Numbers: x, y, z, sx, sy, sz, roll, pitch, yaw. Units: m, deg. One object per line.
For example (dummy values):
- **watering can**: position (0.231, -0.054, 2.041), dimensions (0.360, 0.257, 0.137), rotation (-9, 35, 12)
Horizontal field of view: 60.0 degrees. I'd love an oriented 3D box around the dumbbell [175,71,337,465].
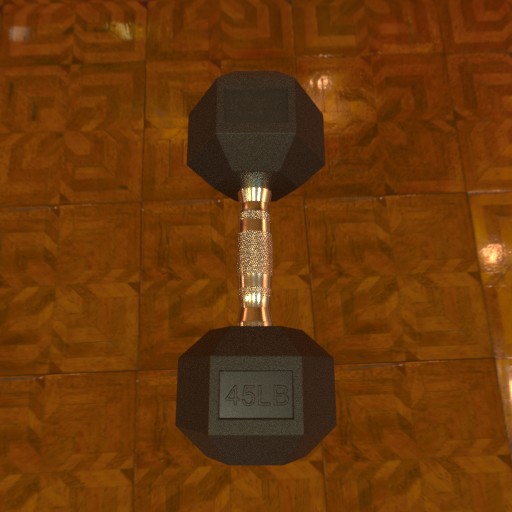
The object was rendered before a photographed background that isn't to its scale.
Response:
- **dumbbell**: position (0.000, 0.000, 0.426), dimensions (0.141, 0.123, 0.356), rotation (0, 75, 0)
